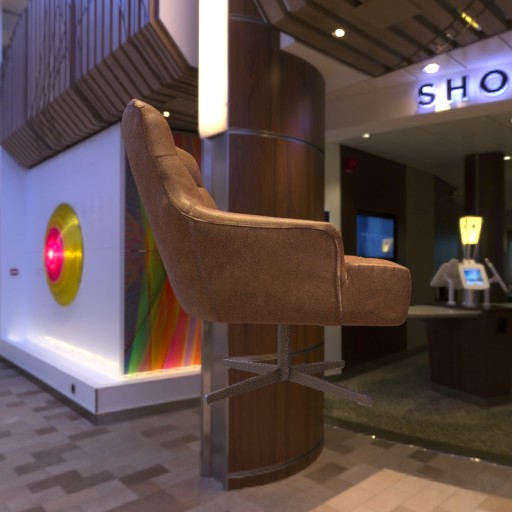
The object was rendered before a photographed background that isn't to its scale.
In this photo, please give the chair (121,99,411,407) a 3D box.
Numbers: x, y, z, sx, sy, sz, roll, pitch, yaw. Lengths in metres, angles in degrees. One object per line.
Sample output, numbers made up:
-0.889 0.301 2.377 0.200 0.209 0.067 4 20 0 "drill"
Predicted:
0.000 0.000 1.519 0.874 0.869 0.729 0 -1 2 "chair"
